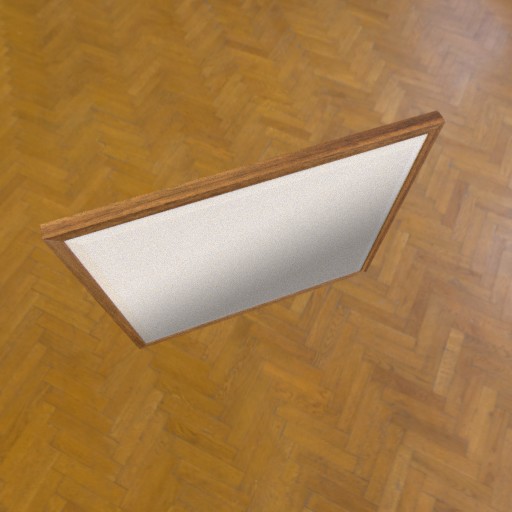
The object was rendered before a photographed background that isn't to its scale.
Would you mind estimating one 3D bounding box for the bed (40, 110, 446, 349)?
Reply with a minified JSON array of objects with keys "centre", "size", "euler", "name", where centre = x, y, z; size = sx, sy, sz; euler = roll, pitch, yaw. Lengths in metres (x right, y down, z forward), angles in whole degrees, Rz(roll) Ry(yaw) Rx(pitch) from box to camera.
[{"centre":[0.000,0.000,1.506],"size":[1.041,0.940,0.043],"euler":[-18,64,-9],"name":"bed"}]
